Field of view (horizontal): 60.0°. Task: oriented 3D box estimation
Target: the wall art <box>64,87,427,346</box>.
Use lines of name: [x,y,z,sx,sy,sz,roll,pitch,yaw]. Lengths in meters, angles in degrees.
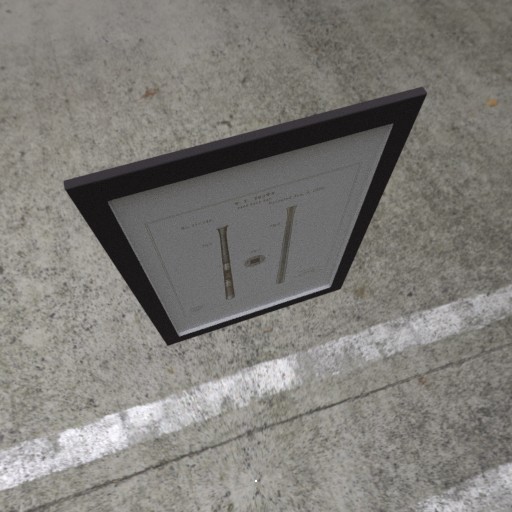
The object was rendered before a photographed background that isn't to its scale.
wall art: [0.000,0.000,0.671,0.374,0.529,0.012,-17,64,-9]
